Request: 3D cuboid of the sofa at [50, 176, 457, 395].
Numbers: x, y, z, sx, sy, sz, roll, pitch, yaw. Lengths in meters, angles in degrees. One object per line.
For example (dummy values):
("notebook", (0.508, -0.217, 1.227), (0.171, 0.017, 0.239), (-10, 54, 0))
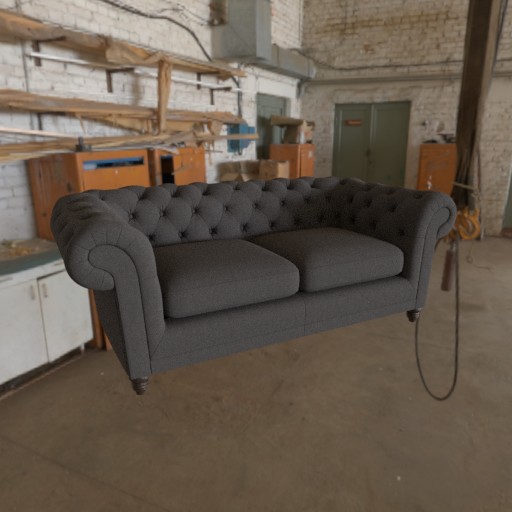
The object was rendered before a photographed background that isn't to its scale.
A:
("sofa", (0.000, 0.000, 2.442), (1.998, 0.764, 0.986), (-8, 17, -27))
